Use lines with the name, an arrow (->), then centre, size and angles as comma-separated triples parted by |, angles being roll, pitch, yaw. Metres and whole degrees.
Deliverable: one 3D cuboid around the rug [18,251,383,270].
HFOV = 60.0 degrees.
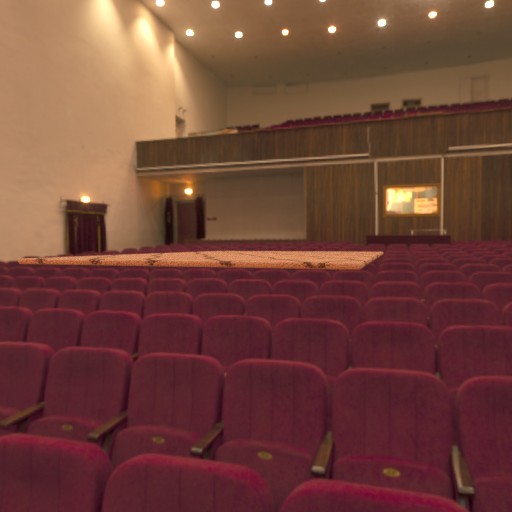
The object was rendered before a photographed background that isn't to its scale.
rug -> 0.000, 0.000, 3.372 | 1.778, 0.030, 2.743 | 0, 2, 18
